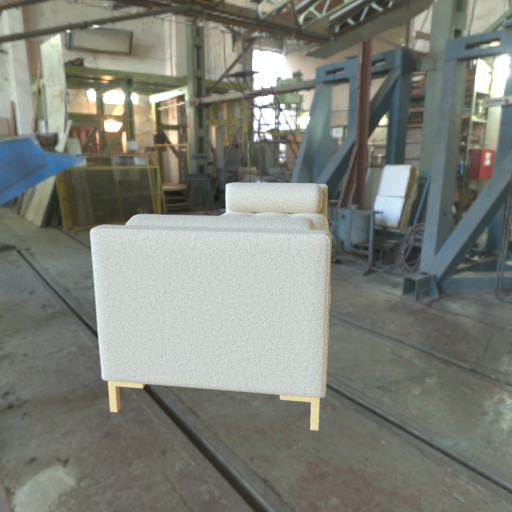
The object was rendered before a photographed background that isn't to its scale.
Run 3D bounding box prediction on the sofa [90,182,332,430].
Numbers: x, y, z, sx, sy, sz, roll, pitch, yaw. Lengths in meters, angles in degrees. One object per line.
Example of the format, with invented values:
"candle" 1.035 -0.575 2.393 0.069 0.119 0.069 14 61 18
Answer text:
"sofa" 0.000 0.000 2.293 0.746 0.641 1.985 2 13 8
